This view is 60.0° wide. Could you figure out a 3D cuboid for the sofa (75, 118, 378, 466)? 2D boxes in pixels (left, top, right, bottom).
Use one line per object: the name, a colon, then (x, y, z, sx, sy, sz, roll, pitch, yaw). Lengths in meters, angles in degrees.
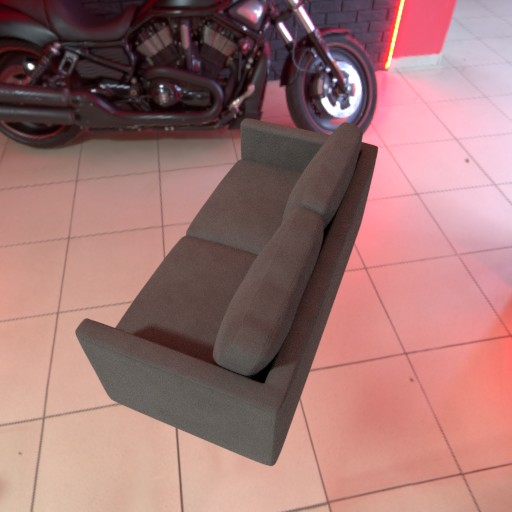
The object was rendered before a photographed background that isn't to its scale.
sofa: (0.000, 0.000, 2.518, 0.950, 0.963, 1.884, 17, 50, 15)
